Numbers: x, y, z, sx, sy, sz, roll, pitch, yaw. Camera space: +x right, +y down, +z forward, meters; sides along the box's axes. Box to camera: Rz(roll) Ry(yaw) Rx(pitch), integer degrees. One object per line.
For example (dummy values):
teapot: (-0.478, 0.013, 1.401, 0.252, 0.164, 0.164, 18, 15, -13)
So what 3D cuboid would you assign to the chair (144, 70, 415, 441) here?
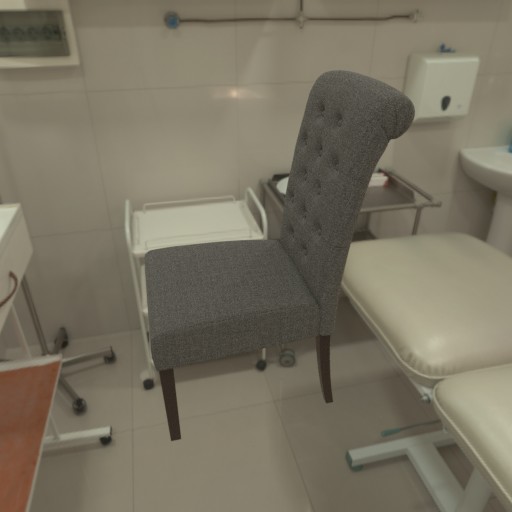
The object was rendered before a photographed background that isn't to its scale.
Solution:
chair: (0.000, 0.000, 1.345, 0.671, 1.006, 0.456, -7, 31, -12)
